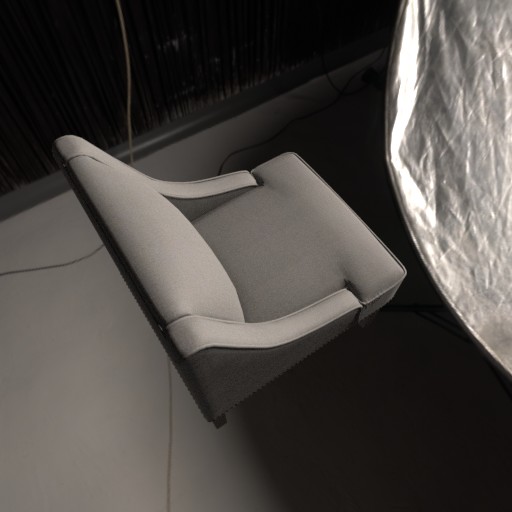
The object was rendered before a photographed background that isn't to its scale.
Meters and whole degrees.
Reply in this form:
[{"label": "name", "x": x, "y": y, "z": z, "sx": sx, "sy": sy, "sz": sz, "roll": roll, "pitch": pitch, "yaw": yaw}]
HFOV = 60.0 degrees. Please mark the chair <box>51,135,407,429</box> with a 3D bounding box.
[{"label": "chair", "x": 0.000, "y": 0.000, "z": 1.362, "sx": 0.747, "sy": 0.867, "sz": 0.631, "roll": -30, "pitch": 65, "yaw": -16}]
